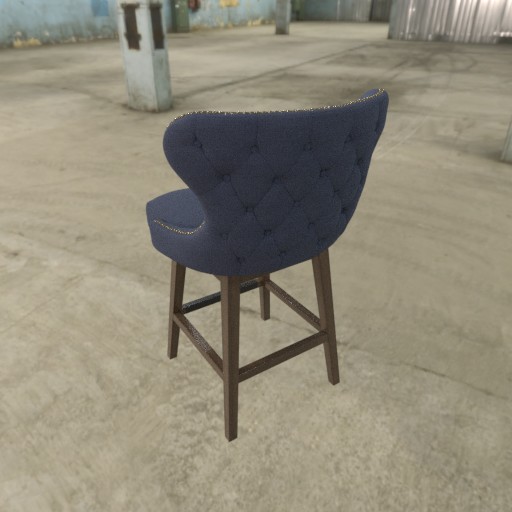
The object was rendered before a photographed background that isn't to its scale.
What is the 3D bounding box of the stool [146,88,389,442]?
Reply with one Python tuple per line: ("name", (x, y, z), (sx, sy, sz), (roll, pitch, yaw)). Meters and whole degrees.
("stool", (0.000, 0.000, 1.348), (0.615, 0.972, 0.597), (-18, 34, -29))
